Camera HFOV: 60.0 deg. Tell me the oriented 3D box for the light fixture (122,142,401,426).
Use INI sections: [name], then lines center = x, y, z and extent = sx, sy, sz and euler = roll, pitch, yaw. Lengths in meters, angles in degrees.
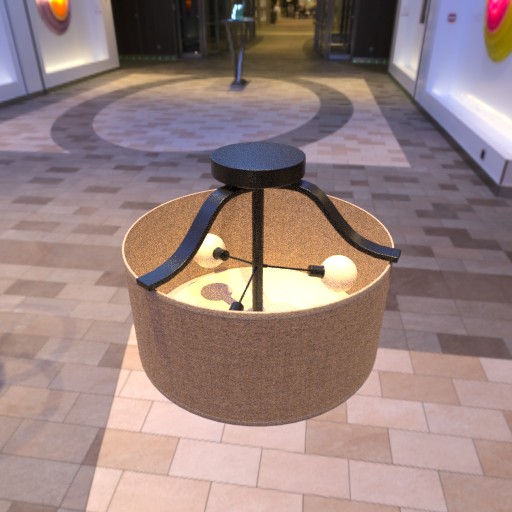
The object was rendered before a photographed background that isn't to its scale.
[light fixture]
center = 0.000, 0.000, 0.658
extent = 0.390, 0.306, 0.390
euler = 0, 30, 0
